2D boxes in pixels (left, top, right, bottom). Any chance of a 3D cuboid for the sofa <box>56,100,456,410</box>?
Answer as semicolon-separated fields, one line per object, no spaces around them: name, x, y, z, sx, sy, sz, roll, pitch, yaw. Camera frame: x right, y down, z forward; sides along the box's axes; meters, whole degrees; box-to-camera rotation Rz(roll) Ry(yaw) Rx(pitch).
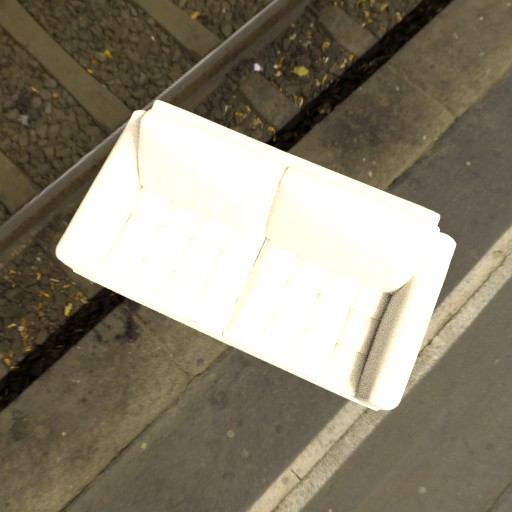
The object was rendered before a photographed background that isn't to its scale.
sofa;0.000;0.000;2.731;2.177;0.930;1.121;24;77;6
